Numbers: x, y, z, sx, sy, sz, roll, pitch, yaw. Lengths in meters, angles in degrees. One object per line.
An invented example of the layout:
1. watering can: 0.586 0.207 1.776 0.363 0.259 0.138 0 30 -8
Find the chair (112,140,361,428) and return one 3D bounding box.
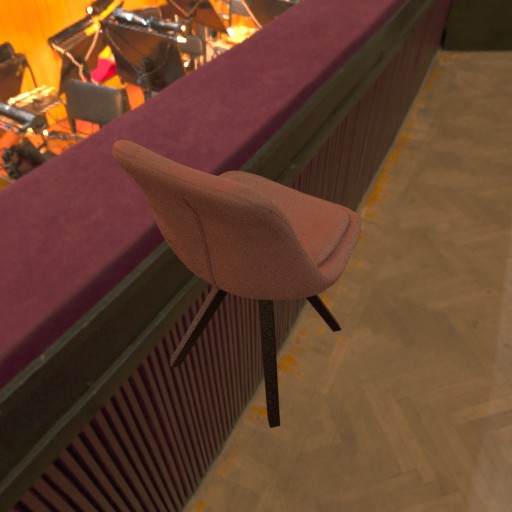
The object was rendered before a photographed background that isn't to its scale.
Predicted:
1. chair: 0.000 0.000 1.197 0.483 0.865 0.547 24 50 22
